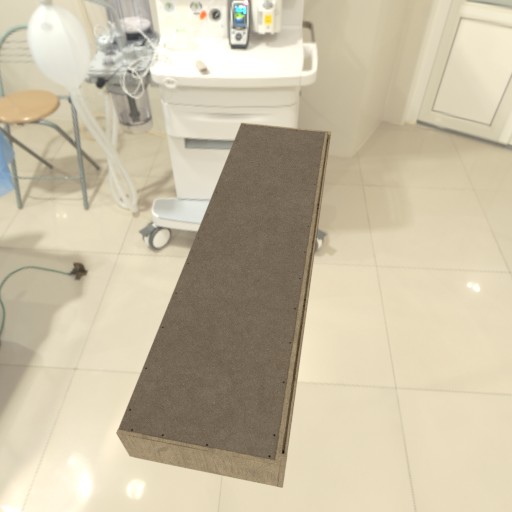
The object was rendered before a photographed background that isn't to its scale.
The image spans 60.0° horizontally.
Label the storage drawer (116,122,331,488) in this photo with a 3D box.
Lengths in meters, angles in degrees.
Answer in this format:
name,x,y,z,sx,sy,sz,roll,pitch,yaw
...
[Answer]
name,x,y,z,sx,sy,sz,roll,pitch,yaw
storage drawer,0.000,0.000,2.285,0.591,0.274,2.072,8,47,7
